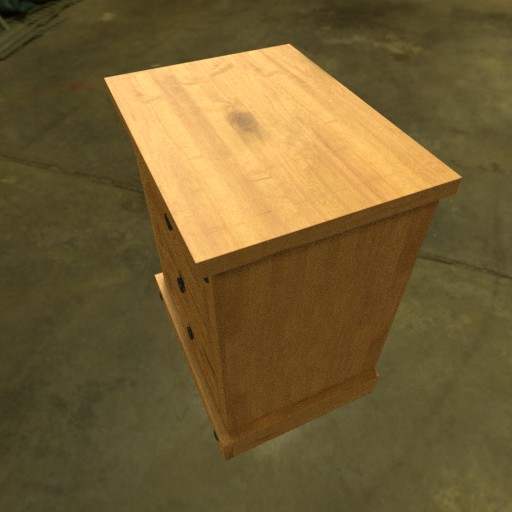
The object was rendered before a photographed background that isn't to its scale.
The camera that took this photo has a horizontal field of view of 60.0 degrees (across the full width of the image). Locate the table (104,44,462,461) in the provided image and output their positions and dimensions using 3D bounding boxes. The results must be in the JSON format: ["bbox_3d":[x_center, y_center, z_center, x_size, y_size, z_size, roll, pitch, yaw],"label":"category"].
[{"bbox_3d":[0.000,0.000,1.211,0.500,0.813,0.660,-18,49,-17],"label":"table"}]
